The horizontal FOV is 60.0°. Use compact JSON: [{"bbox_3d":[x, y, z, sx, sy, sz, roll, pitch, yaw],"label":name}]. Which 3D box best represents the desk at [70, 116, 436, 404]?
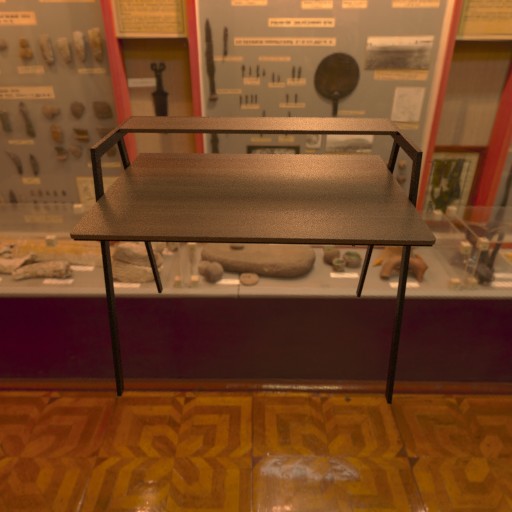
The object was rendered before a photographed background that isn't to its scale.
[{"bbox_3d":[0.000,0.000,1.890,1.143,0.998,0.936,1,30,2],"label":"desk"}]
